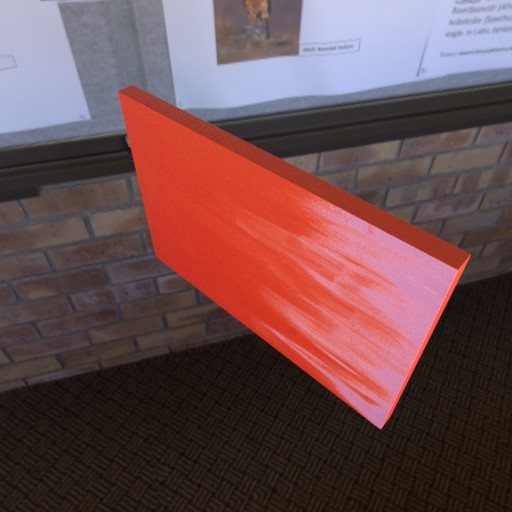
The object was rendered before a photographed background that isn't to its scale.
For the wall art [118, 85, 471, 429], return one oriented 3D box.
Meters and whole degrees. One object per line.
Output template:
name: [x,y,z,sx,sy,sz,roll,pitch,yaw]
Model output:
wall art: [0.000,0.000,0.762,0.607,0.405,0.033,33,54,28]
